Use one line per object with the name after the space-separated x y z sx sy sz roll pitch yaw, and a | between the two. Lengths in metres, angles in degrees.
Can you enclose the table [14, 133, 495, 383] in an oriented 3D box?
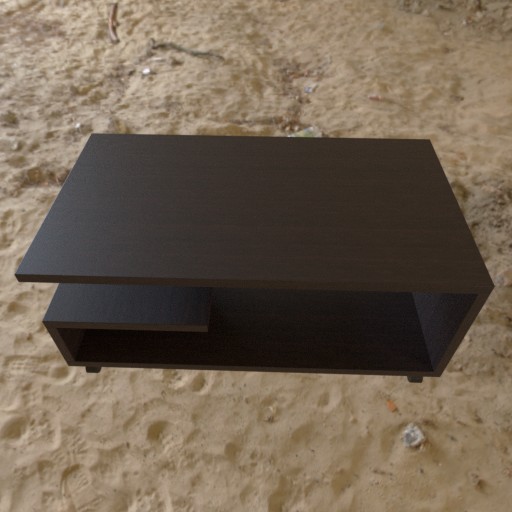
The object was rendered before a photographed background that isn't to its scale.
0.000 0.000 1.336 1.050 0.460 0.590 1 46 1 | table
